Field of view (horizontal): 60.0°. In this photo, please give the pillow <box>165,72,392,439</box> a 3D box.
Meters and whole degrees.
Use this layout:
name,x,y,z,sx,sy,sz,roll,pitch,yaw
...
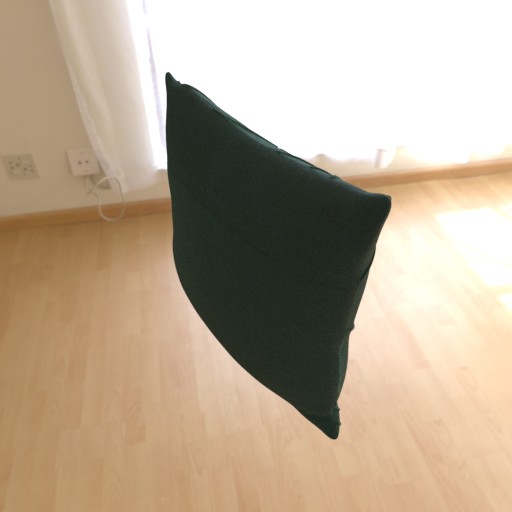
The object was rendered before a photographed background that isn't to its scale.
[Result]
name,x,y,z,sx,sy,sz,roll,pitch,yaw
pillow,0.000,0.000,0.672,0.184,0.440,0.439,-27,48,-26
